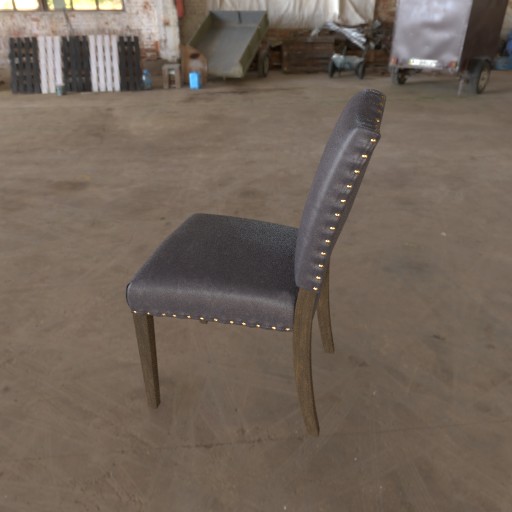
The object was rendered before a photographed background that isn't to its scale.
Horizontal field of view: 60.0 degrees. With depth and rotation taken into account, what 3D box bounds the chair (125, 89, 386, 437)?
[{"bbox_3d":[0.000,0.000,1.354,0.633,0.991,0.500,8,31,13],"label":"chair"}]
